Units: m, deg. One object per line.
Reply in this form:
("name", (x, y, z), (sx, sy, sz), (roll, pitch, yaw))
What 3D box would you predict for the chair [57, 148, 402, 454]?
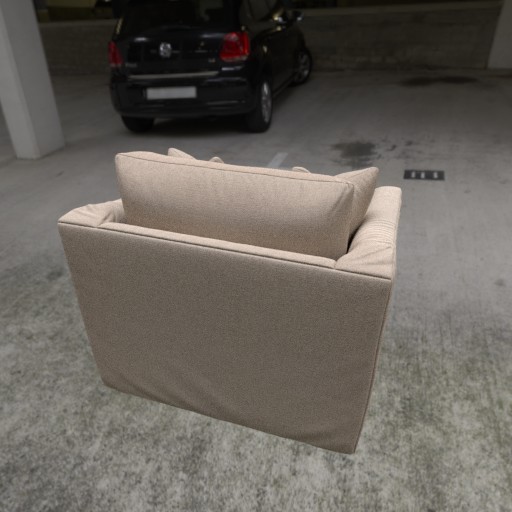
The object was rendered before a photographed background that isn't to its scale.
("chair", (0.000, 0.000, 2.022), (1.194, 1.093, 1.071), (10, 34, 15))
